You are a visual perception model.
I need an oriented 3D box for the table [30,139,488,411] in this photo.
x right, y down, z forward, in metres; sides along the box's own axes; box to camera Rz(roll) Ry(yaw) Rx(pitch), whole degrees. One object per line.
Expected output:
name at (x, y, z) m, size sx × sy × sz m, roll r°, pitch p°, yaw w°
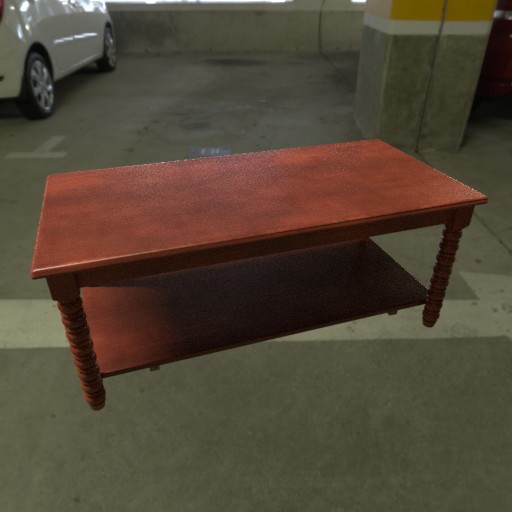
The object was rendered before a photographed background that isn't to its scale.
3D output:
table at (0.000, 0.000, 1.420) m, size 1.171 × 0.485 × 0.580 m, roll -10°, pitch 33°, yaw -16°
